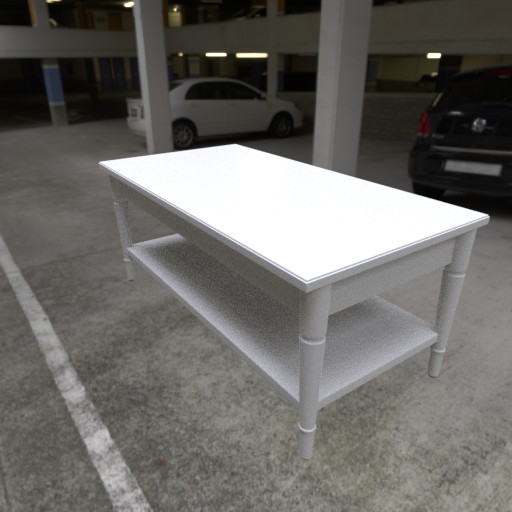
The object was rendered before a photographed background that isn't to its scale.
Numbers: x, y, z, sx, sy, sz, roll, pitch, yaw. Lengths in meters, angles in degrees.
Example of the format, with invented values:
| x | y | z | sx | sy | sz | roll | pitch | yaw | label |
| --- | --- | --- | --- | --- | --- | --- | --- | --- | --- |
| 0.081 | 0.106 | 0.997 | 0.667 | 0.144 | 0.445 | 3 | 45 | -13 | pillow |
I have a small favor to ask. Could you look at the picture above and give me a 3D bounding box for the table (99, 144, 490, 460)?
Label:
| x | y | z | sx | sy | sz | roll | pitch | yaw | label |
| --- | --- | --- | --- | --- | --- | --- | --- | --- | --- |
| 0.000 | 0.000 | 1.359 | 0.559 | 0.457 | 1.067 | -17 | 29 | -32 | table |
